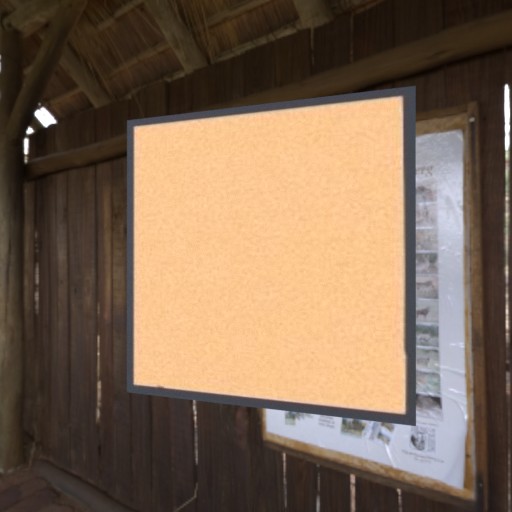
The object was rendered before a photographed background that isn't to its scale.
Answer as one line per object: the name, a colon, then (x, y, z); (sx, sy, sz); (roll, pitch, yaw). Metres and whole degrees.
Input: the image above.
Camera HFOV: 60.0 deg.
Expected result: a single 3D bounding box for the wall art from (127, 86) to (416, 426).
wall art: (0.000, 0.000, 1.214); (0.823, 0.823, 0.013); (0, 0, 19)
